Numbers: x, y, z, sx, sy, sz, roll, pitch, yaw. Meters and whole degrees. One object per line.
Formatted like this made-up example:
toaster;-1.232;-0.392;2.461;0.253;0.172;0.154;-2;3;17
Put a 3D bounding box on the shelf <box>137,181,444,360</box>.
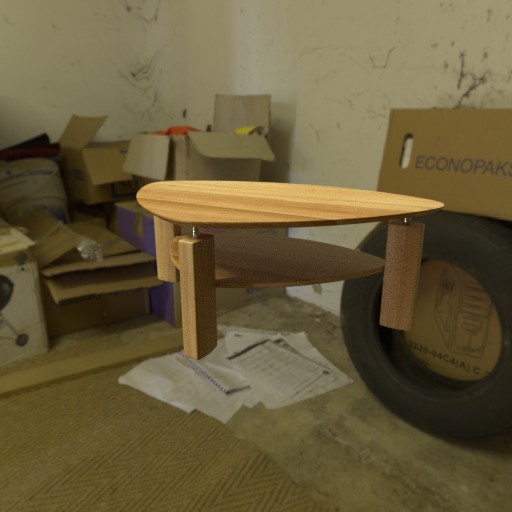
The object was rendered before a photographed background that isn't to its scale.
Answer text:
shelf;0.000;0.000;1.676;1.240;0.439;0.863;9;19;27
